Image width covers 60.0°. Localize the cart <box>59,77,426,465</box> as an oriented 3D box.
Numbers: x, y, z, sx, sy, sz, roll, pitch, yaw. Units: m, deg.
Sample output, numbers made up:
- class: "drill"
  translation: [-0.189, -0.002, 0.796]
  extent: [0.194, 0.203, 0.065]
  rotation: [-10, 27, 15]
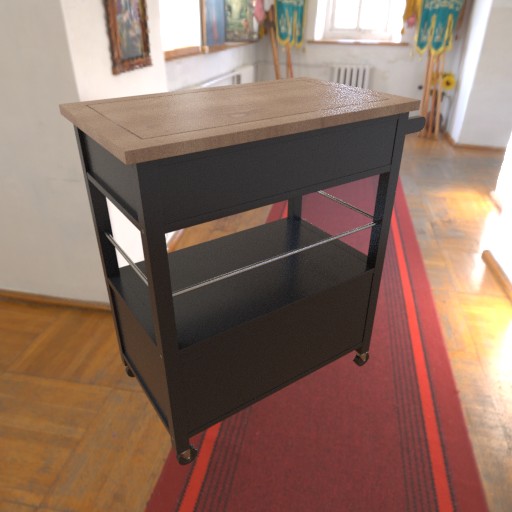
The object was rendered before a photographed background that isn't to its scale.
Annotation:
- class: "cart"
  translation: [0.000, 0.000, 1.334]
  extent: [0.840, 0.901, 0.459]
  rotation: [-19, 35, -29]
